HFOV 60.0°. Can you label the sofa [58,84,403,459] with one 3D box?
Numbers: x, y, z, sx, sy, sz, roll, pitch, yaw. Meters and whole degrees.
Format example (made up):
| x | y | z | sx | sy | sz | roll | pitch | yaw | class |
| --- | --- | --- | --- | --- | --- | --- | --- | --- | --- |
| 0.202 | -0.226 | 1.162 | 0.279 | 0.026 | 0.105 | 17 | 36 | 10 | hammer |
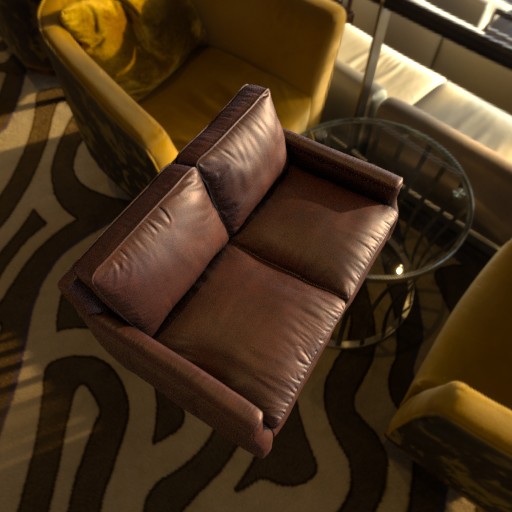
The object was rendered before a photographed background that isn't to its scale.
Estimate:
| x | y | z | sx | sy | sz | roll | pitch | yaw | class |
| --- | --- | --- | --- | --- | --- | --- | --- | --- | --- |
| 0.000 | 0.000 | 2.355 | 1.083 | 1.003 | 1.628 | 28 | 63 | 16 | sofa |
